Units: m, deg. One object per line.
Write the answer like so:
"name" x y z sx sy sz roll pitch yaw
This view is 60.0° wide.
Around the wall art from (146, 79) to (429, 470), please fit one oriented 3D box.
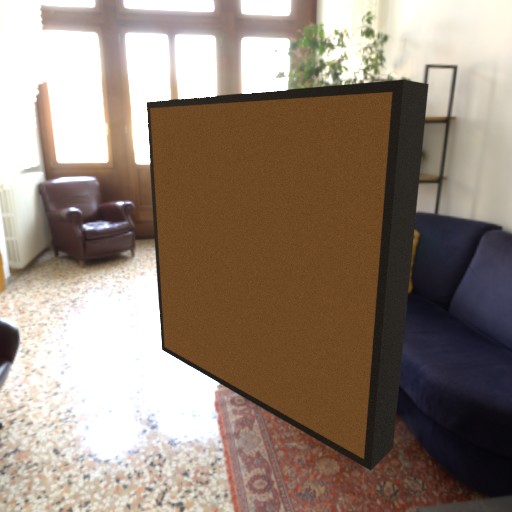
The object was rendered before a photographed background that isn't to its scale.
"wall art" 0.000 0.000 0.443 0.304 0.304 0.038 15 21 42
